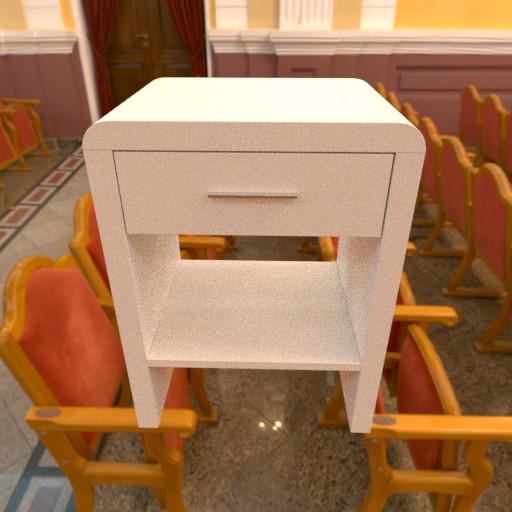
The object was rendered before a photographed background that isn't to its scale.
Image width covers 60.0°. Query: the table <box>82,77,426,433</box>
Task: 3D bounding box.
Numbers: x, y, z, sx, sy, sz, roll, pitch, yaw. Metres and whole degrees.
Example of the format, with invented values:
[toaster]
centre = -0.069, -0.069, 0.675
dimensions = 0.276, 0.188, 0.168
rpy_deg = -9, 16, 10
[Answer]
[table]
centre = 0.000, 0.000, 0.853
dimensions = 0.450, 0.590, 0.350
rpy_deg = 1, 30, 1
